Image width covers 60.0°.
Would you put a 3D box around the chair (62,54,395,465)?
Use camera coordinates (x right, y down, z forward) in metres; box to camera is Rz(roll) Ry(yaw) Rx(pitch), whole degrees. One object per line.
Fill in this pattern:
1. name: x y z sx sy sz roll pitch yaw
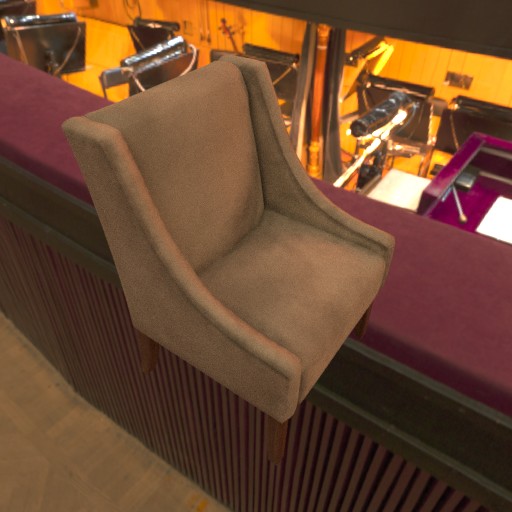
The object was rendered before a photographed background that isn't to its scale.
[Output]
1. chair: 0.000 0.000 1.296 0.629 0.895 0.629 25 47 26
